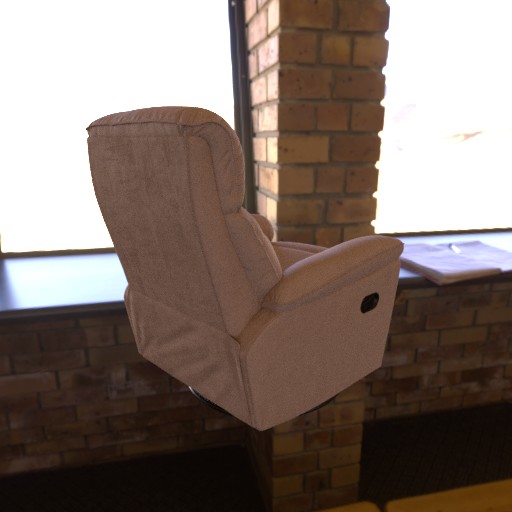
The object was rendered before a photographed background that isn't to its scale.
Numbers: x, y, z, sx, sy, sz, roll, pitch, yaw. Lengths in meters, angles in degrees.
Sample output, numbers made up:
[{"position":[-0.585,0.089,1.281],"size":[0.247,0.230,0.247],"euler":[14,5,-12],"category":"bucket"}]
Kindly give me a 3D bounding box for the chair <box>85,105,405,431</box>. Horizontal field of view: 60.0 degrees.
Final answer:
[{"position":[0.000,0.000,1.681],"size":[1.004,1.037,0.820],"euler":[-14,20,-43],"category":"chair"}]
